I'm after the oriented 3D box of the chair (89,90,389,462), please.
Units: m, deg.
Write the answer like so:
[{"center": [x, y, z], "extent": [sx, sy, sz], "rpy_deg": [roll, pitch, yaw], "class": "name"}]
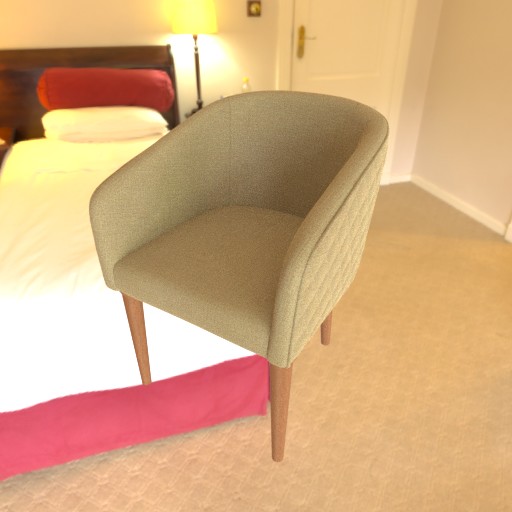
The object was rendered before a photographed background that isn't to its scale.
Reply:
[{"center": [0.000, 0.000, 1.221], "extent": [0.584, 0.775, 0.616], "rpy_deg": [18, 35, 29], "class": "chair"}]
